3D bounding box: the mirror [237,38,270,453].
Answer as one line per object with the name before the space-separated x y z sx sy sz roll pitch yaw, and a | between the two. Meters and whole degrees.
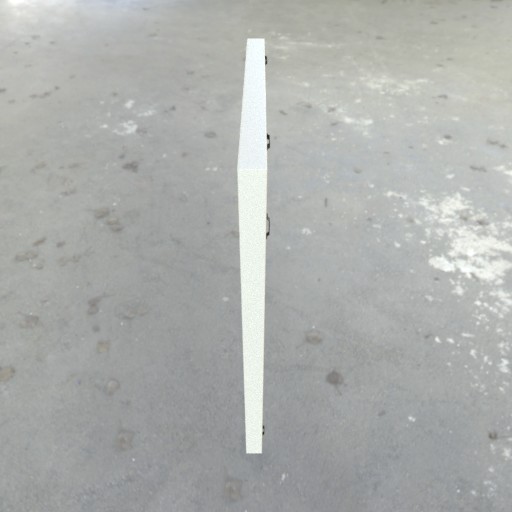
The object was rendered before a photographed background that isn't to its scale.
mirror | 0.000 0.000 0.929 0.039 0.710 0.507 0 41 0
